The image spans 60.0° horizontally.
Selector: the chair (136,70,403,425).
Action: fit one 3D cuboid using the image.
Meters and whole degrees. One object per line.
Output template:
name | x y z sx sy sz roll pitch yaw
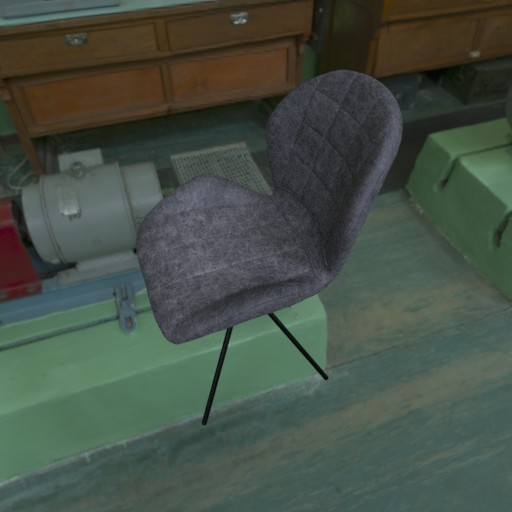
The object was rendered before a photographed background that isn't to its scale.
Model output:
chair | 0.000 0.000 1.277 0.640 0.934 0.527 -16 49 -14
